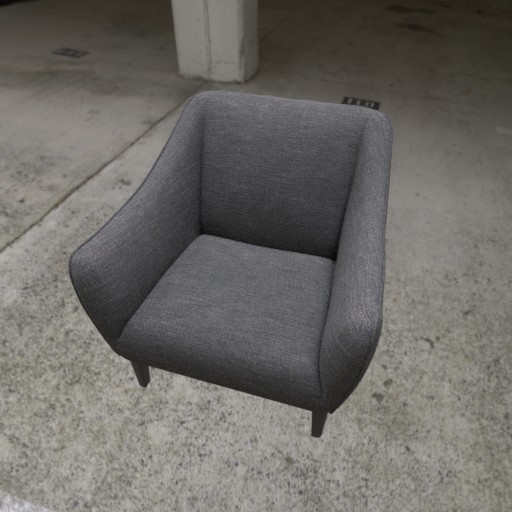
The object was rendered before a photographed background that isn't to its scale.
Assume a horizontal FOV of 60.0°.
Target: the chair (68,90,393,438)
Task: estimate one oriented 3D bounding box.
[{"bbox_3d":[0.000,0.000,1.542,0.870,0.829,0.851,11,41,13],"label":"chair"}]
